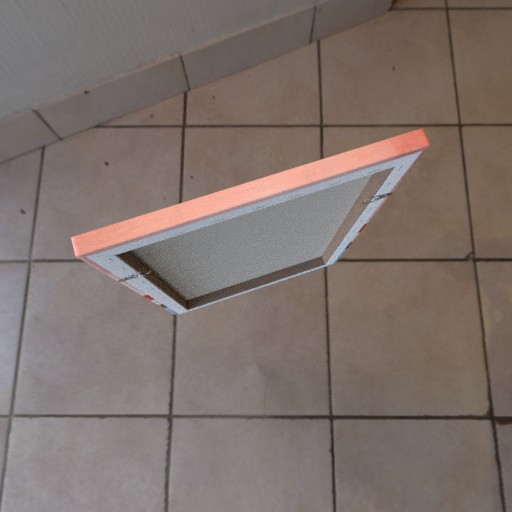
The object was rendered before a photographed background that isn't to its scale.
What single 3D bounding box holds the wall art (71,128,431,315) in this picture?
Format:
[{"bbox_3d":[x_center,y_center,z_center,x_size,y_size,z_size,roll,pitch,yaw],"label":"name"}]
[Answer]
[{"bbox_3d":[0.000,0.000,1.170,0.610,0.914,0.038,-18,77,-4],"label":"wall art"}]
